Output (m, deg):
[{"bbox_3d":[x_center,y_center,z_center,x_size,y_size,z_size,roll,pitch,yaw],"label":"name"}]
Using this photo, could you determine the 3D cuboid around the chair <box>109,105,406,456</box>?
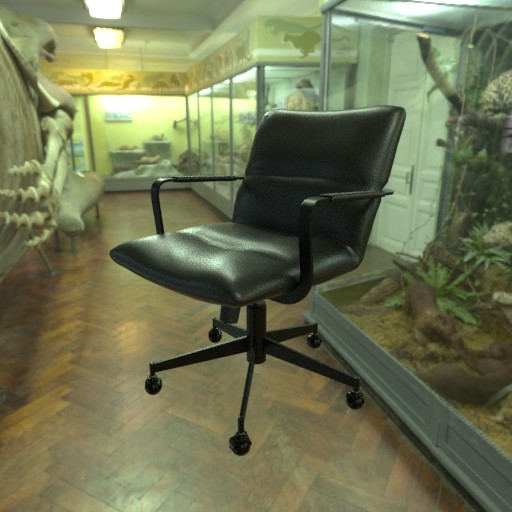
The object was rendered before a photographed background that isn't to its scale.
[{"bbox_3d":[0.000,0.000,1.415,0.719,0.922,0.748,15,22,41],"label":"chair"}]
